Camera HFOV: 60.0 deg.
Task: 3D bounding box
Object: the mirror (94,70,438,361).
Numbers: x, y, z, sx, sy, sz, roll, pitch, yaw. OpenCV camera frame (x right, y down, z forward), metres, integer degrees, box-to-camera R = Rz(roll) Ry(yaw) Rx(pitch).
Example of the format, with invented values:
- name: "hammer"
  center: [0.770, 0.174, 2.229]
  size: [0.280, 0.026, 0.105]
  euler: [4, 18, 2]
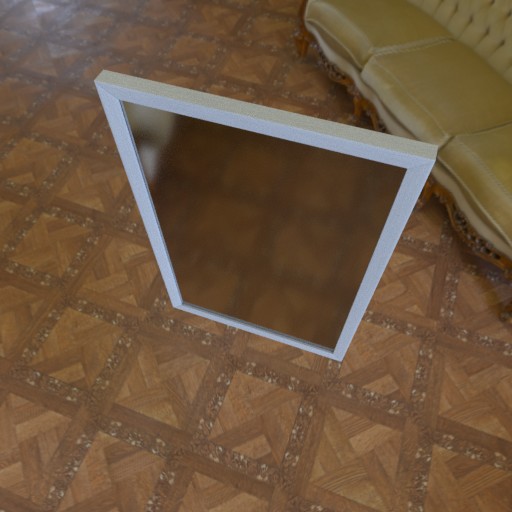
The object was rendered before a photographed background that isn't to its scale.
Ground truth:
- name: "mirror"
  center: [0.000, 0.000, 1.142]
  size: [0.609, 0.915, 0.040]
  euler: [16, 58, 10]
